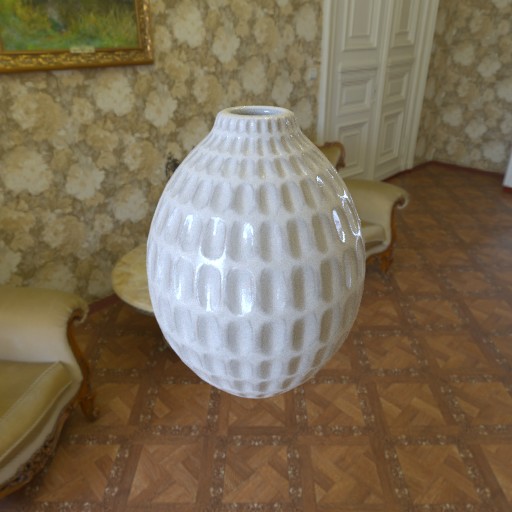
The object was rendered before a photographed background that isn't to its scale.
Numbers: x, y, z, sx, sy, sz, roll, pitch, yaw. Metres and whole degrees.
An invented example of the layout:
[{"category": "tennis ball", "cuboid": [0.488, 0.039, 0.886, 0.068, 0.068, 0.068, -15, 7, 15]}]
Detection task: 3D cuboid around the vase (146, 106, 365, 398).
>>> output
[{"category": "vase", "cuboid": [0.000, 0.000, 0.264, 0.128, 0.167, 0.128, 0, 27, 0]}]
